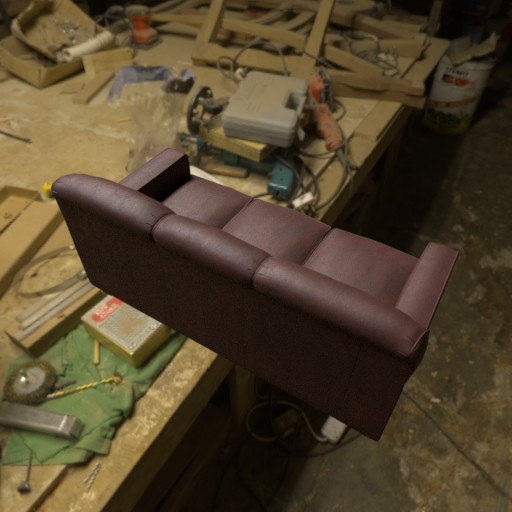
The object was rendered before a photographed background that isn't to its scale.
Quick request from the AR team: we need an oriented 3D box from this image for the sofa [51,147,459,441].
[{"bbox_3d":[0.000,0.000,2.582,2.039,0.953,1.008,23,49,22],"label":"sofa"}]
